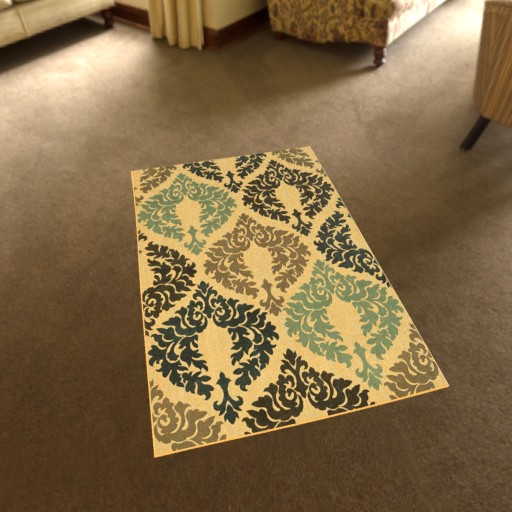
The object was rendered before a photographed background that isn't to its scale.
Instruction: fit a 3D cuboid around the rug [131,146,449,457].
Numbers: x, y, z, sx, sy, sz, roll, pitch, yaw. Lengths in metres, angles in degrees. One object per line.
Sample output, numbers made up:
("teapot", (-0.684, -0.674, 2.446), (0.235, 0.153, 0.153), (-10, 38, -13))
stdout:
("rug", (0.000, 0.000, 2.917), (1.514, 0.014, 2.275), (-10, 48, -9))
